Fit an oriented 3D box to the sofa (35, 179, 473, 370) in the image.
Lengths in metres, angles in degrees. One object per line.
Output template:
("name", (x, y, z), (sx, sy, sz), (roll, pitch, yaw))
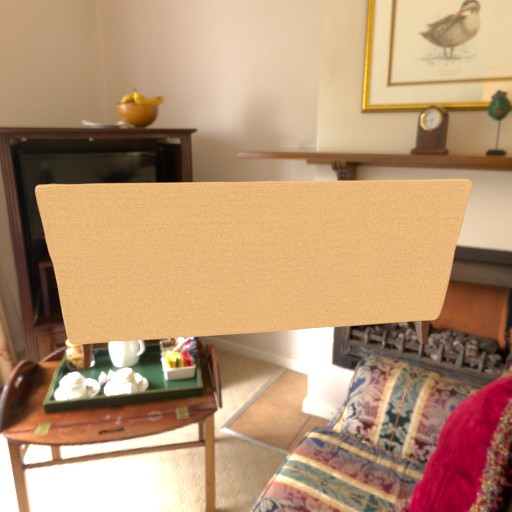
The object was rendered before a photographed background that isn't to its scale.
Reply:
("sofa", (0.000, 0.000, 2.491), (2.001, 0.907, 0.841), (-2, 15, -9))
